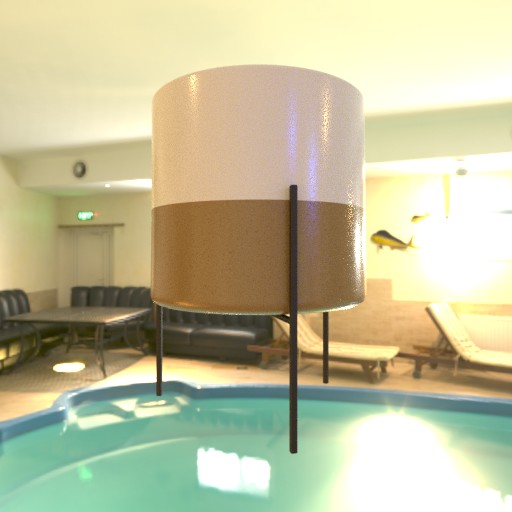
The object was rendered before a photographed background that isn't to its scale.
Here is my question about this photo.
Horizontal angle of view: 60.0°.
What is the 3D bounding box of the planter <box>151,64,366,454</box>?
[{"bbox_3d":[0.000,0.000,0.639,0.310,0.432,0.310,0,0,1],"label":"planter"}]
